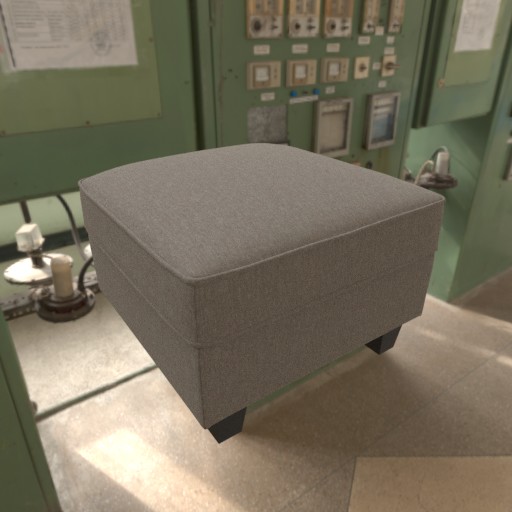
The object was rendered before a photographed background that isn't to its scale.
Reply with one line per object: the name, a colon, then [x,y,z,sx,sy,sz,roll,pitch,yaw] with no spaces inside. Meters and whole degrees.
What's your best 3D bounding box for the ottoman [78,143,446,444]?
ottoman: [0.000,0.000,1.430,0.871,0.612,0.808,-18,32,-31]
